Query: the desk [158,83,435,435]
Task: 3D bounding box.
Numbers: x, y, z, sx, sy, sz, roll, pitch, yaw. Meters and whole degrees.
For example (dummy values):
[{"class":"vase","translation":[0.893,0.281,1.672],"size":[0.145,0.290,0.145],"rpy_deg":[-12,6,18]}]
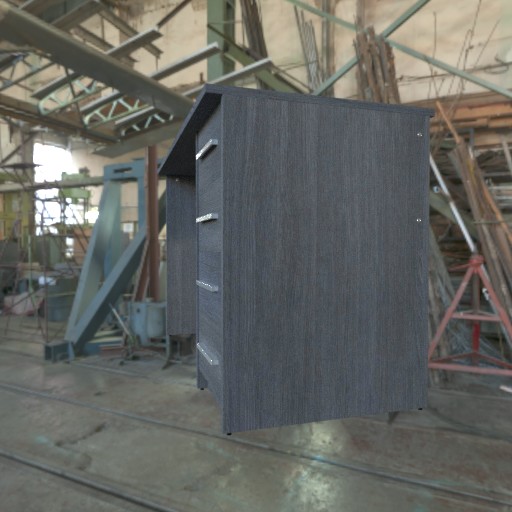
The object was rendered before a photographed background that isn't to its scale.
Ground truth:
[{"class":"desk","translation":[0.000,0.000,1.514],"size":[0.560,0.730,1.096],"rpy_deg":[0,1,-17]}]
